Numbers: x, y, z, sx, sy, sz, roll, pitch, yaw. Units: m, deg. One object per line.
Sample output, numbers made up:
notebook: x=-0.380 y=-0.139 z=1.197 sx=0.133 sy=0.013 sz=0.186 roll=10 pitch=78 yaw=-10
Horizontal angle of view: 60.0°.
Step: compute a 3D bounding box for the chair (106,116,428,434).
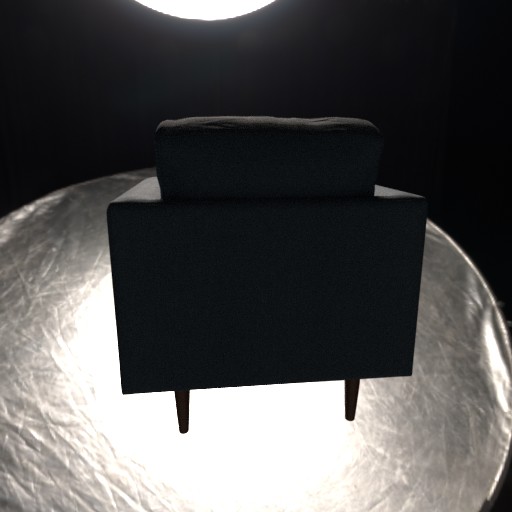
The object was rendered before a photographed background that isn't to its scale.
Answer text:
chair: x=0.000 y=0.000 z=1.574 sx=0.855 sy=0.922 sz=0.820 roll=-2 pitch=15 yaw=-7
